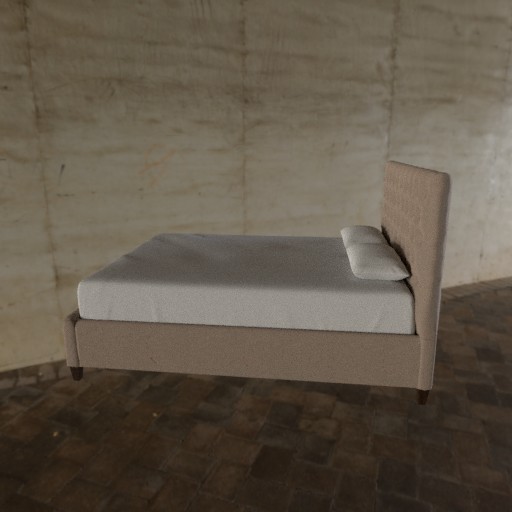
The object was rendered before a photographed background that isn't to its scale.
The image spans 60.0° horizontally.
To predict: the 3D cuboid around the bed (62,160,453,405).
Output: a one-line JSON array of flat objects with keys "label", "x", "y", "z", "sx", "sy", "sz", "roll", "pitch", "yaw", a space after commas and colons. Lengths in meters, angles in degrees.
[{"label": "bed", "x": 0.000, "y": 0.000, "z": 3.507, "sx": 2.387, "sy": 1.427, "sz": 1.698, "roll": 2, "pitch": 14, "yaw": 7}]
